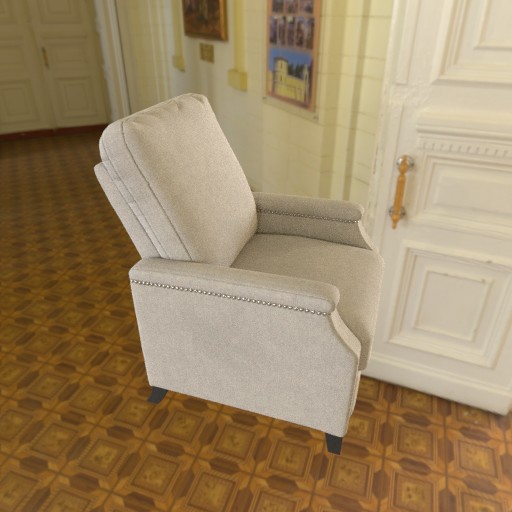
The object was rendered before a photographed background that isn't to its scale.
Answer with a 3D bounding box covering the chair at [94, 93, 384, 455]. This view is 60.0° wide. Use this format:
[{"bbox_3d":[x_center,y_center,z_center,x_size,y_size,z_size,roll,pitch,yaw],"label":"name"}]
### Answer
[{"bbox_3d":[0.000,0.000,1.645,0.922,1.049,0.710,9,32,16],"label":"chair"}]
